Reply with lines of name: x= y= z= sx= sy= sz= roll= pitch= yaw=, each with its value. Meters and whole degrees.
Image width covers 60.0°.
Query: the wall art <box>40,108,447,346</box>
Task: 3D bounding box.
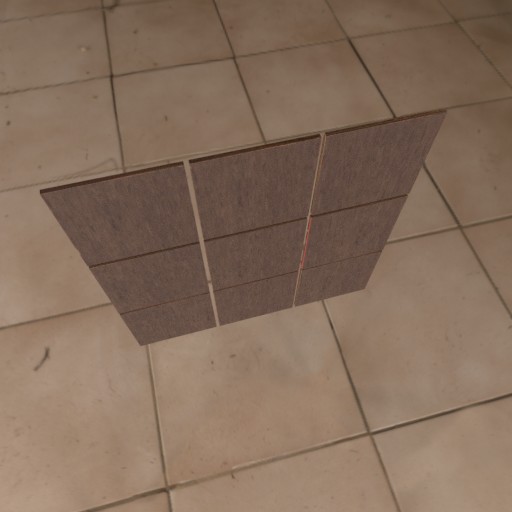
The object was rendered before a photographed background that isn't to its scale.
wall art: x=0.000 y=0.000 z=1.358 sx=0.915 sy=0.914 sz=0.013 roll=-13 pitch=60 yaw=-8
